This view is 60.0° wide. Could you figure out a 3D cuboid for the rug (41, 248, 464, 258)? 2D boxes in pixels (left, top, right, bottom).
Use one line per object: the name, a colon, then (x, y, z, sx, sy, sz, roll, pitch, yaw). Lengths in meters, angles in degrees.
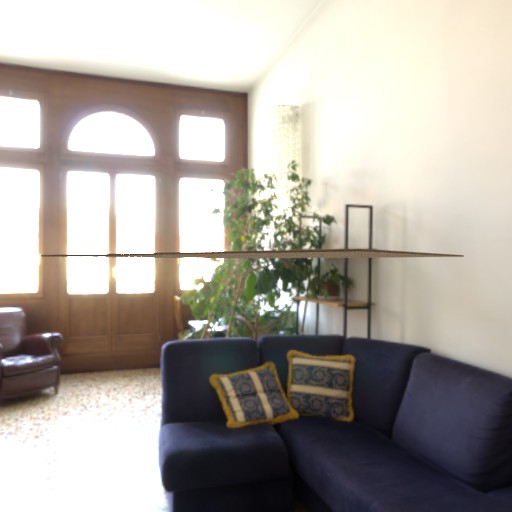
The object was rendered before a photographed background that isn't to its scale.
rug: (0.000, 0.000, 3.859, 2.895, 0.018, 2.288, -1, -1, 36)
